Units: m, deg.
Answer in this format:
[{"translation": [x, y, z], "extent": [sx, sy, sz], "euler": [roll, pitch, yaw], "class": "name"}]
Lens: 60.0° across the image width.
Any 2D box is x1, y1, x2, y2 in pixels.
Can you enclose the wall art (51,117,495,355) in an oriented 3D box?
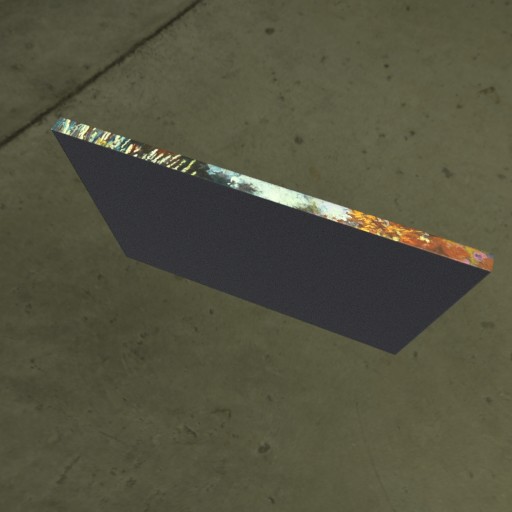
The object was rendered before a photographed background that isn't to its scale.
[{"translation": [0.000, 0.000, 1.135], "extent": [0.908, 0.604, 0.037], "euler": [19, 65, 9], "class": "wall art"}]
